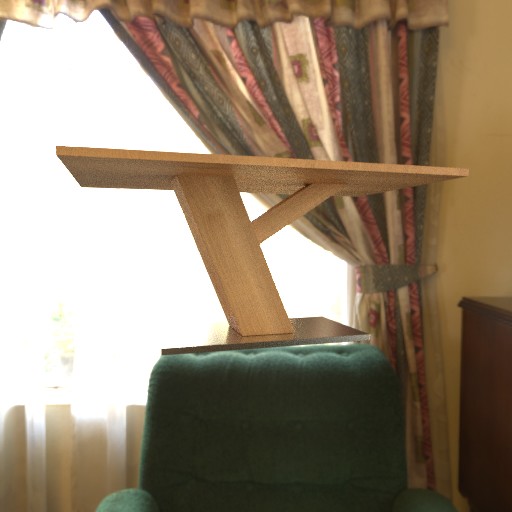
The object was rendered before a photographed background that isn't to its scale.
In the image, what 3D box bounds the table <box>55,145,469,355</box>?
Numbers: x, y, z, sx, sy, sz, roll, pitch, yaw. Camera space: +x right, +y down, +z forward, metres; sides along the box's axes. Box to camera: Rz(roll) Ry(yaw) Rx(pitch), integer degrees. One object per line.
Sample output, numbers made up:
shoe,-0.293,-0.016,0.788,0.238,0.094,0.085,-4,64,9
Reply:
table,0.000,0.000,2.080,1.600,0.750,0.900,-1,2,-17
